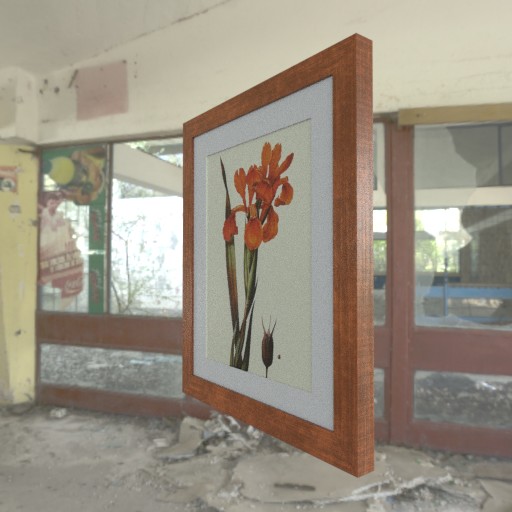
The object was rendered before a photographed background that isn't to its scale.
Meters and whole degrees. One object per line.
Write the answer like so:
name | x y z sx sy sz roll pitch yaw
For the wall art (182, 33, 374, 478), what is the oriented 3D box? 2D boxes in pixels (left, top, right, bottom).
wall art | 0.000 0.000 0.760 0.033 0.567 0.467 1 -1 -37
